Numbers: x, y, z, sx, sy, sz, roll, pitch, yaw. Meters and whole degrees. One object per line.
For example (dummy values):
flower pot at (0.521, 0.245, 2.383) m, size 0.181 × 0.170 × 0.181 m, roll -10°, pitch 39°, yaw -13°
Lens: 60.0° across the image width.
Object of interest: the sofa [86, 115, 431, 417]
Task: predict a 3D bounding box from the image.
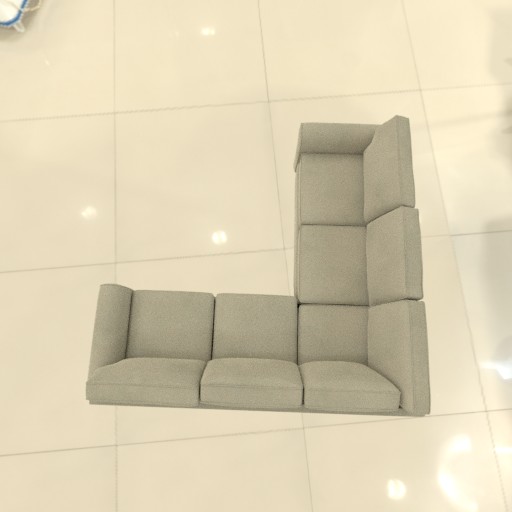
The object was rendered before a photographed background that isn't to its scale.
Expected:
sofa at (0.000, 0.000, 3.819) m, size 2.562 × 1.053 × 2.487 m, roll 2°, pitch 75°, yaw 1°
